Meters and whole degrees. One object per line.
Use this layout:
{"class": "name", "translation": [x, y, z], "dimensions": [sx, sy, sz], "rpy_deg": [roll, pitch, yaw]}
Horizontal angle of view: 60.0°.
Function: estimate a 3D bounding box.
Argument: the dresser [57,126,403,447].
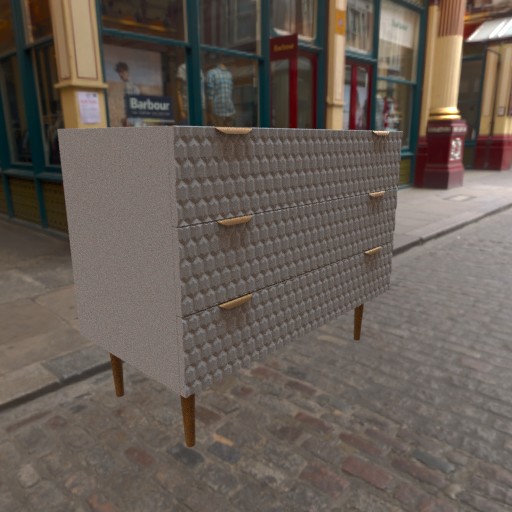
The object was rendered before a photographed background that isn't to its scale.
{"class": "dresser", "translation": [0.000, 0.000, 1.324], "dimensions": [0.457, 0.721, 0.905], "rpy_deg": [13, 20, 41]}
